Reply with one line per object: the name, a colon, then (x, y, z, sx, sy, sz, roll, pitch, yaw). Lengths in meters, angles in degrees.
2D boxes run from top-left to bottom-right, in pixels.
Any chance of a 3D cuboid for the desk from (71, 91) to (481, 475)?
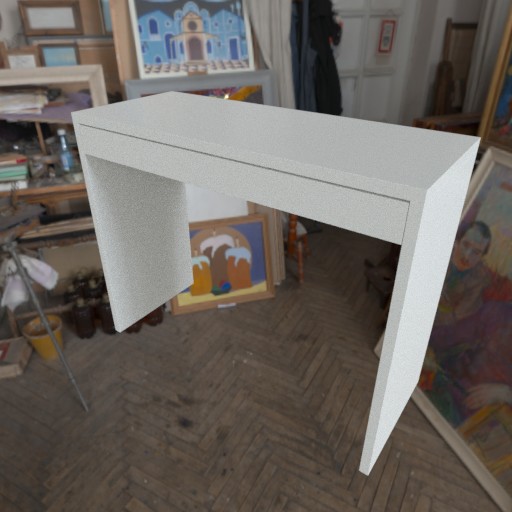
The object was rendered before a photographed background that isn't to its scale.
desk: (0.000, 0.000, 1.341, 1.000, 0.790, 0.400, 20, 36, 30)
